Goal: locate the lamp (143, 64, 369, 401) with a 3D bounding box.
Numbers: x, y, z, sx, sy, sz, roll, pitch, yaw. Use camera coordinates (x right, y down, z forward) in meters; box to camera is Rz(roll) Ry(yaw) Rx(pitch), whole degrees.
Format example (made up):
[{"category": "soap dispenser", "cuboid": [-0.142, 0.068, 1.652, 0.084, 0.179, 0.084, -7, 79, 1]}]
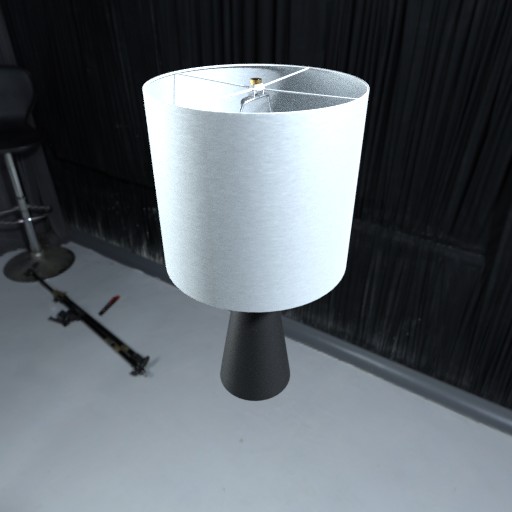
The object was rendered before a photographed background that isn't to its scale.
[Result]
[{"category": "lamp", "cuboid": [0.000, 0.000, 0.768, 0.308, 0.580, 0.308, 20, 38, 28]}]
